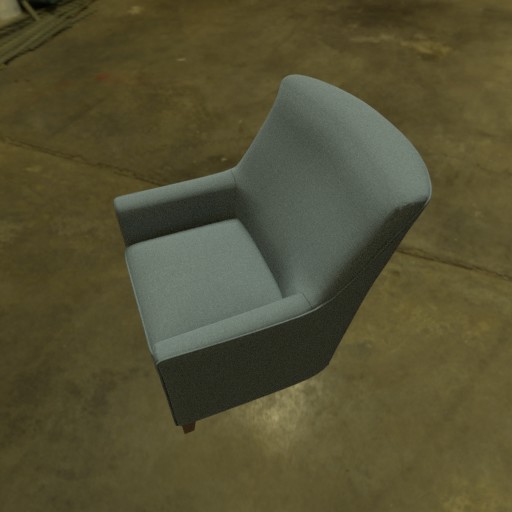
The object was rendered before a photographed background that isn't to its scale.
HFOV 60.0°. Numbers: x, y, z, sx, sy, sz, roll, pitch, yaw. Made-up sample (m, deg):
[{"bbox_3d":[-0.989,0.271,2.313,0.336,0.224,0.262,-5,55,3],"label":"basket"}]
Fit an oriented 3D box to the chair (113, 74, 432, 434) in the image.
[{"bbox_3d":[0.000,0.000,1.571,0.879,0.916,0.756,-16,49,-14],"label":"chair"}]
